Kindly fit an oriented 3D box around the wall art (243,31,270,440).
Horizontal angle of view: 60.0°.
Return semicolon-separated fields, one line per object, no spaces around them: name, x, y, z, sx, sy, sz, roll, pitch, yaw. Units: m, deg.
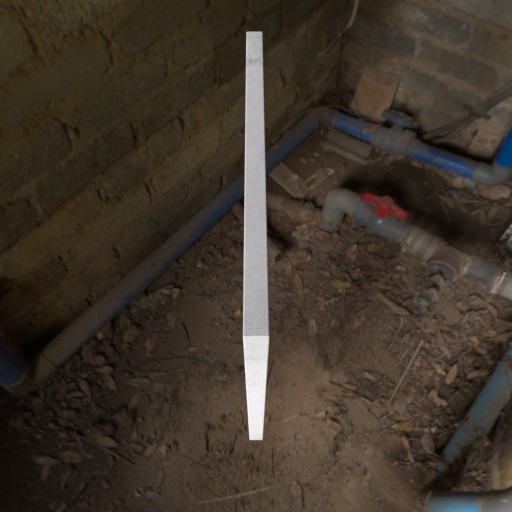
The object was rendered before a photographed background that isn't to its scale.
wall art;0.000;0.000;1.152;0.041;0.762;0.762;0;57;0
